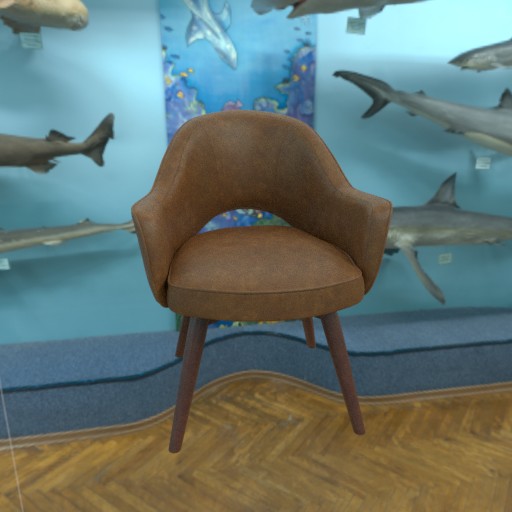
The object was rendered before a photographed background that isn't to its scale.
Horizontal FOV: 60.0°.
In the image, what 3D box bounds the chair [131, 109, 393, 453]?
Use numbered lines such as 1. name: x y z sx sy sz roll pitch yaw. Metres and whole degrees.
1. chair: 0.000 0.000 1.197 0.591 0.777 0.640 -2 16 -8
